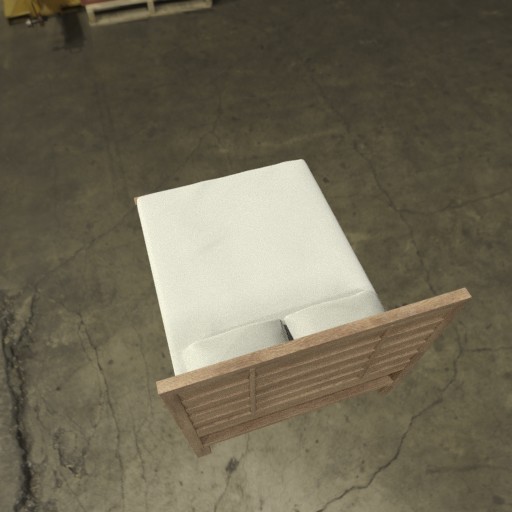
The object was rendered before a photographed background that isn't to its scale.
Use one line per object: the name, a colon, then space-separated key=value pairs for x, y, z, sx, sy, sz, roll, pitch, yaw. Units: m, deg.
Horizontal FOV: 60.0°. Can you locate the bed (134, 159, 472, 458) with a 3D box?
bed: x=0.000 y=0.000 z=3.385 sx=1.626 sy=1.626 sz=2.197 roll=-15 pitch=58 yaw=-10
